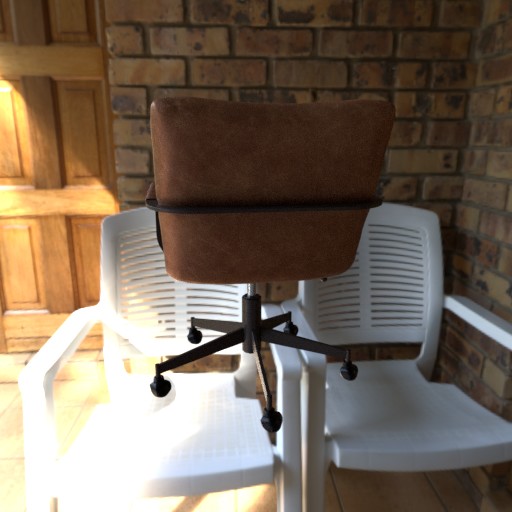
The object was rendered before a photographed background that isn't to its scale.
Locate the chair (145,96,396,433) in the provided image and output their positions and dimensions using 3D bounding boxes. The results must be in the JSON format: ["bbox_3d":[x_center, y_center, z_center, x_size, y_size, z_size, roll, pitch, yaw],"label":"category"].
[{"bbox_3d":[0.000,0.000,1.455,0.727,0.922,0.754,-2,15,-9],"label":"chair"}]
